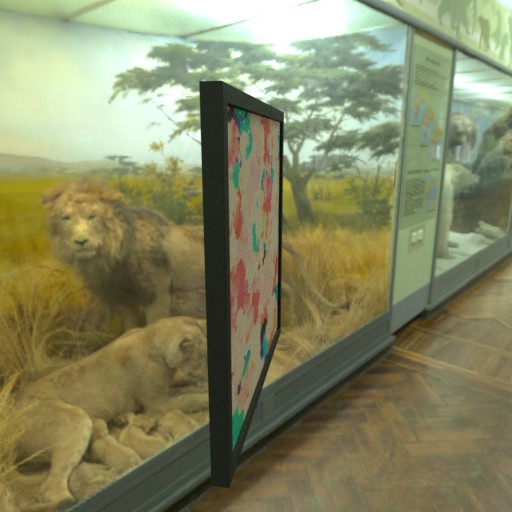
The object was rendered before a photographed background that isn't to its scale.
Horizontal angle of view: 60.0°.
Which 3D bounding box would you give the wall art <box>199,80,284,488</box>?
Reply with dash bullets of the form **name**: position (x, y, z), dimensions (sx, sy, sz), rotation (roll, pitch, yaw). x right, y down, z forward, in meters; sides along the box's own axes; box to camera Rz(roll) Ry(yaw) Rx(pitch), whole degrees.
- **wall art**: position (0.000, 0.000, 0.462), dimensions (0.015, 0.304, 0.306), rotation (3, 15, 10)
